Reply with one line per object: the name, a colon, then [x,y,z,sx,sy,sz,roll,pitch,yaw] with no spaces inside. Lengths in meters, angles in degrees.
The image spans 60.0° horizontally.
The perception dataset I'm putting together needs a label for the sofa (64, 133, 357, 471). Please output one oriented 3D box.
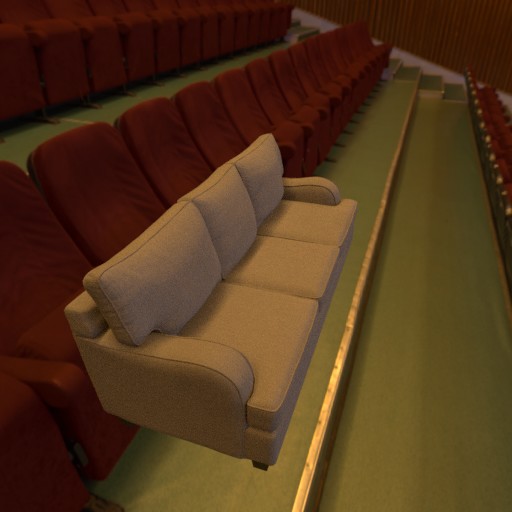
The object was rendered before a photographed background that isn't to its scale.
sofa: [0.000,0.000,2.875,1.016,0.991,2.323,10,32,17]
